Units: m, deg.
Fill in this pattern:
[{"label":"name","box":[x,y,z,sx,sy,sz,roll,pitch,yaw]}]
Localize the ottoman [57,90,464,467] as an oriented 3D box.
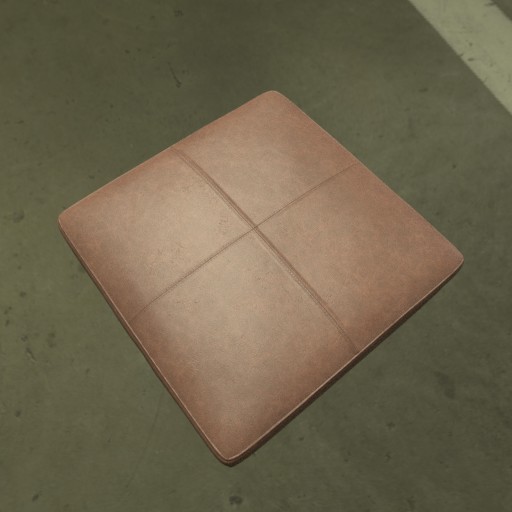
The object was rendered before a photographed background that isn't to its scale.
[{"label":"ottoman","box":[0.000,0.000,1.835,1.168,0.490,1.168,-35,68,-16]}]
